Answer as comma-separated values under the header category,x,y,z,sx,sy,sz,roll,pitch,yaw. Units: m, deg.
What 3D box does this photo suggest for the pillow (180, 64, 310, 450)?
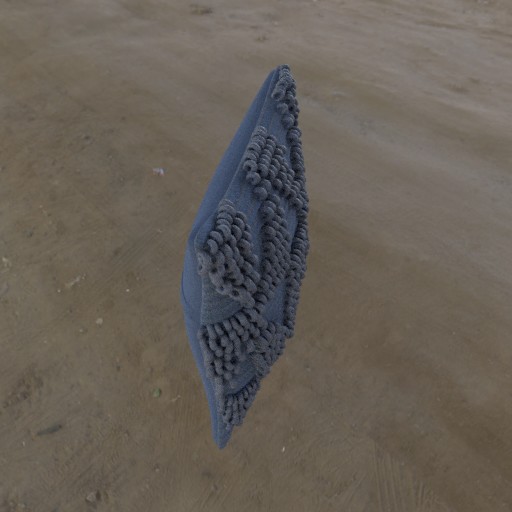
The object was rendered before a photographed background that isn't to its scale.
category,x,y,z,sx,sy,sz,roll,pitch,yaw
pillow,0.000,0.000,0.735,0.172,0.466,0.469,9,46,9
